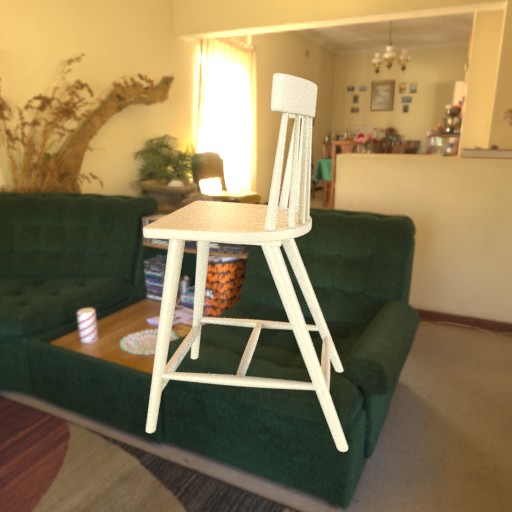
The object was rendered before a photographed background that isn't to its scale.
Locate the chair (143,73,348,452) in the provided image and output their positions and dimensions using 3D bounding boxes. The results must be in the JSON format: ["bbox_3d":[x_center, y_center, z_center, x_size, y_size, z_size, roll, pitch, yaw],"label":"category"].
[{"bbox_3d":[0.000,0.000,1.316,0.572,0.952,0.483,2,16,9],"label":"chair"}]
